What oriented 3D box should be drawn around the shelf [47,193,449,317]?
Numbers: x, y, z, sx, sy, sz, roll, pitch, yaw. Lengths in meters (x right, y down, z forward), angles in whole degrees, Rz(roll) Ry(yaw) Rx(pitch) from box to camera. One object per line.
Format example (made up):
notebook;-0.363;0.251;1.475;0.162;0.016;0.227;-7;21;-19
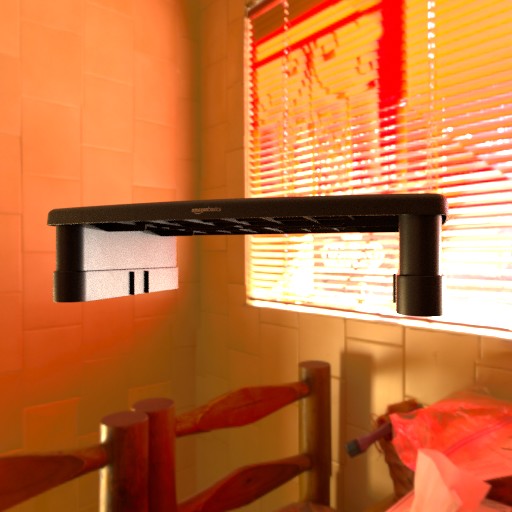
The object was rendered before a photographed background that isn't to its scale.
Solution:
shelf;0.000;0.000;0.520;0.410;0.100;0.280;0;0;18
